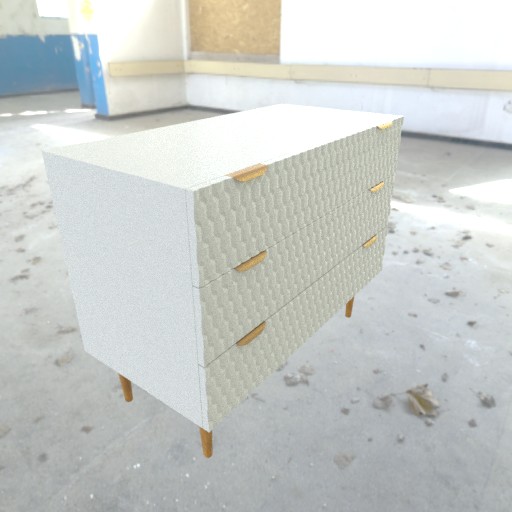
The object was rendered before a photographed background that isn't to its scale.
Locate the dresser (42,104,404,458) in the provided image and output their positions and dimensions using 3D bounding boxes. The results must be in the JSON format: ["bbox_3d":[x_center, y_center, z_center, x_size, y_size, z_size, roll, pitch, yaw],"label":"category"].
[{"bbox_3d":[0.000,0.000,1.302,0.457,0.721,0.905,19,32,33],"label":"dresser"}]
